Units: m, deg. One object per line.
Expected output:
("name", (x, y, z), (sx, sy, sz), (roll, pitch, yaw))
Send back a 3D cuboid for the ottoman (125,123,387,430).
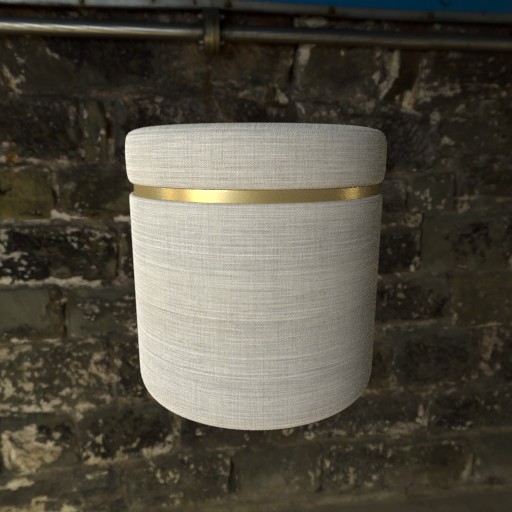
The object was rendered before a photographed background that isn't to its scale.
("ottoman", (0.000, 0.000, 0.743), (0.400, 0.406, 0.400), (0, 13, 0))
